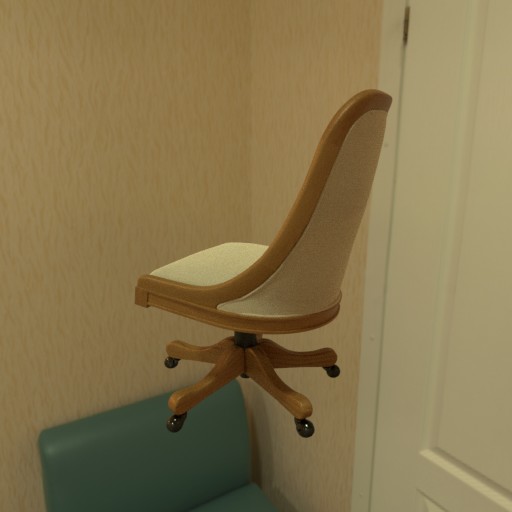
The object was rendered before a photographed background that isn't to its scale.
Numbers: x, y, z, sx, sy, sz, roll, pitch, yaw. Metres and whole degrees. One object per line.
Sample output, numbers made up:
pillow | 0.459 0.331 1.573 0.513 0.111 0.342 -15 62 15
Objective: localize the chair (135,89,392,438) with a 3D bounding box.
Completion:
chair | 0.000 0.000 1.495 0.811 1.009 0.702 7 16 26
